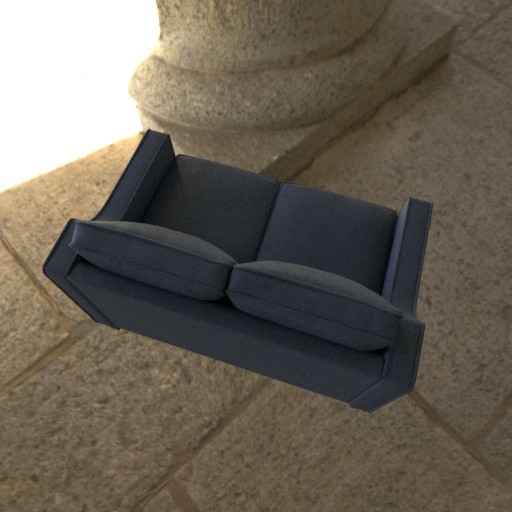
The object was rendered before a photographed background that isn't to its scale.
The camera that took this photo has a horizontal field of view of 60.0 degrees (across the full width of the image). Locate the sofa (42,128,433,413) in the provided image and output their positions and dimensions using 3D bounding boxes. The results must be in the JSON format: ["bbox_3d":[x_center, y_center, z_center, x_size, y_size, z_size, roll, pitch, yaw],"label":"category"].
[{"bbox_3d":[0.000,0.000,2.181,1.501,0.971,0.987,16,65,8],"label":"sofa"}]
